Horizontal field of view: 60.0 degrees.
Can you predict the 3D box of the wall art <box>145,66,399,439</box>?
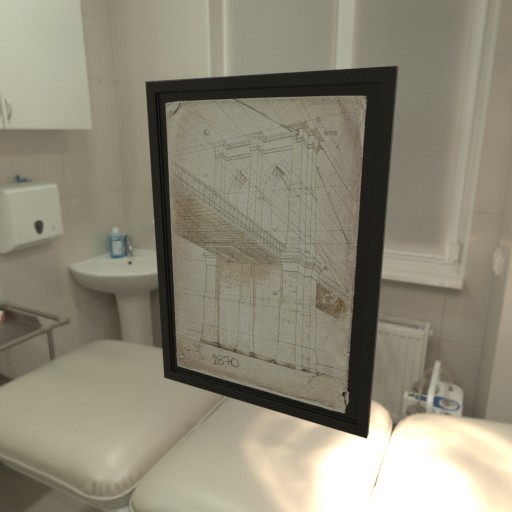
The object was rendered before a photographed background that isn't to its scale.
[{"bbox_3d":[0.000,0.000,0.864,0.480,0.657,0.016,8,18,26],"label":"wall art"}]
